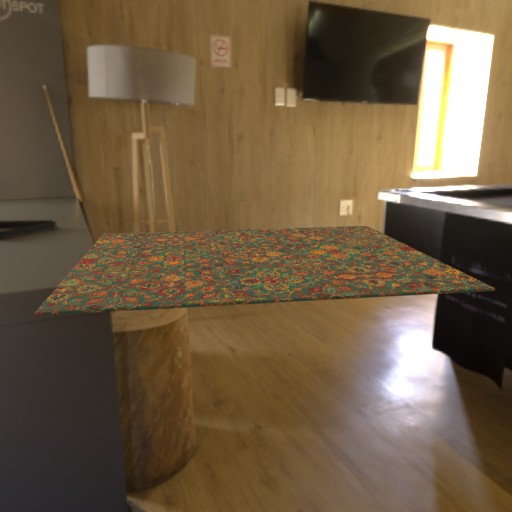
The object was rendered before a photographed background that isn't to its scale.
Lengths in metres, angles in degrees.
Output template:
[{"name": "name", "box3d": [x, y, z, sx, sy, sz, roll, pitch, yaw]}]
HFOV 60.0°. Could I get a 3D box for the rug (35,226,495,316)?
[{"name": "rug", "box3d": [0.000, 0.000, 4.189, 3.204, 0.025, 2.434, -2, 15, -8]}]
